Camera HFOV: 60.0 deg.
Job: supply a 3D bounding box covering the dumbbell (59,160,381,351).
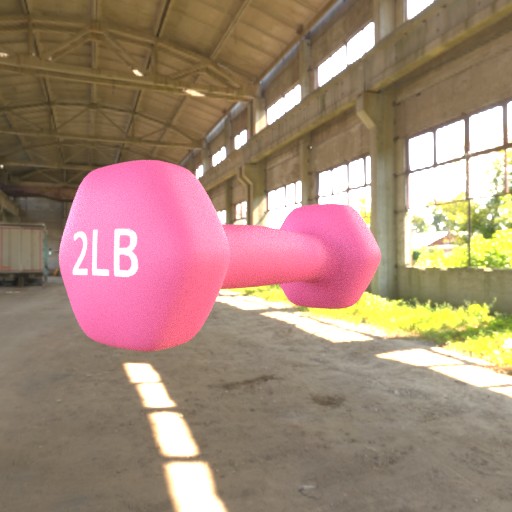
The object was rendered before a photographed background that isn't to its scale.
[{"bbox_3d":[0.000,0.000,0.177,0.058,0.053,0.146,0,0,36],"label":"dumbbell"}]
